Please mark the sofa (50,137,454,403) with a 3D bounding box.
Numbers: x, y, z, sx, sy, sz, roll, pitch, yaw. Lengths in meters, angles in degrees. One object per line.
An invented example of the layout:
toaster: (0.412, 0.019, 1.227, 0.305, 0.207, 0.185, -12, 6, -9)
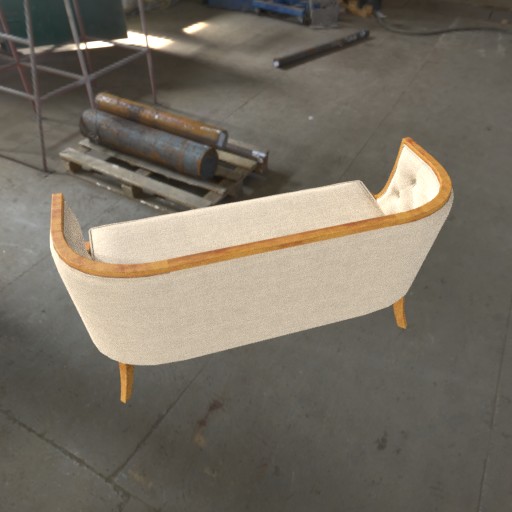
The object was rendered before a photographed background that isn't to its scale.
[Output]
sofa: (0.000, 0.000, 1.909, 1.474, 0.775, 0.770, -12, 44, -12)
